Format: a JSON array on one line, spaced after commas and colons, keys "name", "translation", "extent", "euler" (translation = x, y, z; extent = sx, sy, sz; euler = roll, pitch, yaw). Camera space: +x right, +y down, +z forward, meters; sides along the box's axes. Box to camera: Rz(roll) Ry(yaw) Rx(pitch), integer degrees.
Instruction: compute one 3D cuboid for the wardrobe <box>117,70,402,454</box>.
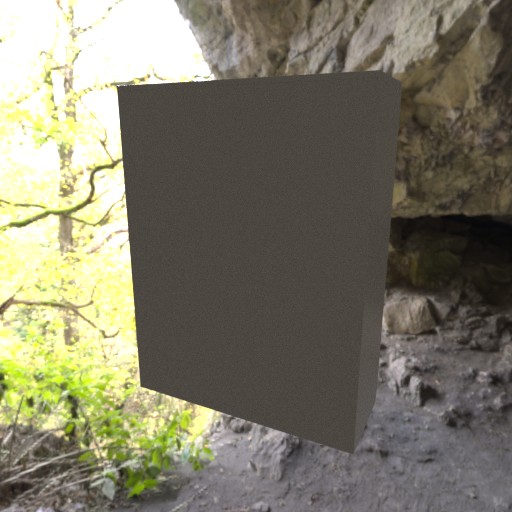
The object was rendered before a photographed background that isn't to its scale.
[{"name": "wardrobe", "translation": [0.000, 0.000, 1.654], "extent": [0.900, 1.200, 0.360], "euler": [8, 17, 26]}]
